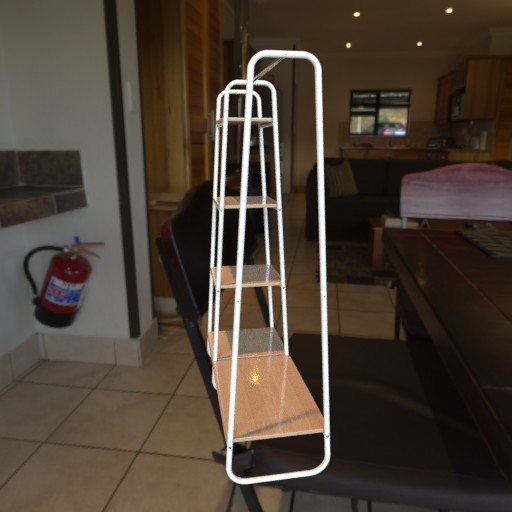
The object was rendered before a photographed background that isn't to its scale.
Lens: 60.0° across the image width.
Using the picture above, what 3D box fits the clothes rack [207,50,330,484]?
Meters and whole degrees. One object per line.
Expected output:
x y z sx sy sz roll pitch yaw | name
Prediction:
0.000 0.000 1.969 0.400 1.500 1.011 -2 14 -10 | clothes rack
